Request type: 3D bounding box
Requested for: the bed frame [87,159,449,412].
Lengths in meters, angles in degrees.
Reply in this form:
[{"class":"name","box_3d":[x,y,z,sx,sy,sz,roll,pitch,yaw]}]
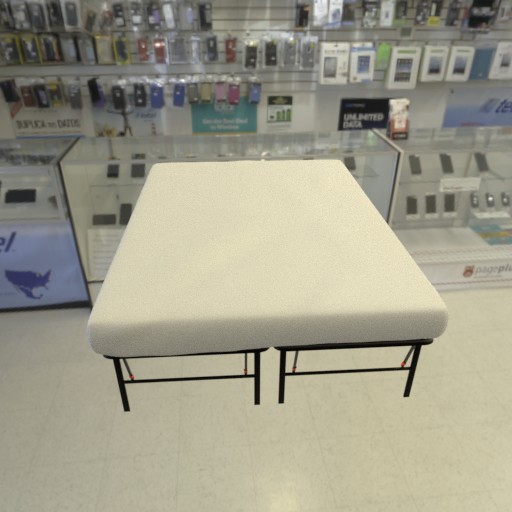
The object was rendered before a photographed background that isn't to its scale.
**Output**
[{"class":"bed frame","box_3d":[0.000,0.000,2.895,1.584,0.667,2.151,-2,30,-3]}]
